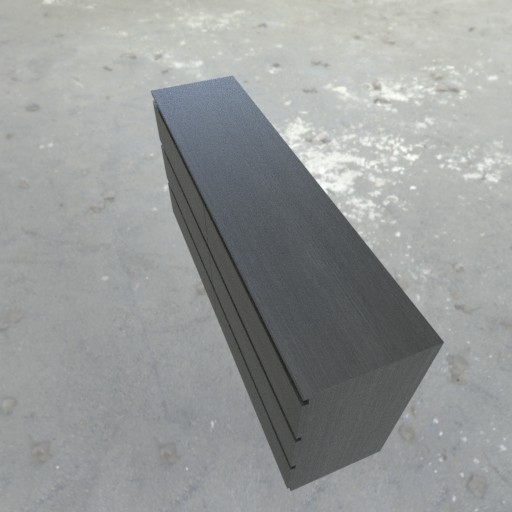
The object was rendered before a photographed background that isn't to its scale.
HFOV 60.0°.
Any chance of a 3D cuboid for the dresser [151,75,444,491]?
[{"bbox_3d":[0.000,0.000,1.875,0.400,0.795,1.590,-17,50,-15],"label":"dresser"}]
